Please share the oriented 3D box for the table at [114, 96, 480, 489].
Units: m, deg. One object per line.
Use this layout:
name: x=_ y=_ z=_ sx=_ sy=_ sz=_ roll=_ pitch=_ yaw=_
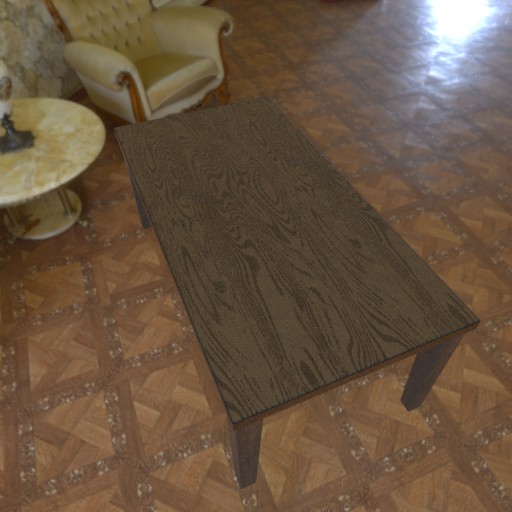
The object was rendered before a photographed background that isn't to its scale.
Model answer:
table: x=0.000 y=0.000 z=2.453 sx=1.016 sy=0.762 sz=1.981 roll=-17 pitch=48 yaw=-16
